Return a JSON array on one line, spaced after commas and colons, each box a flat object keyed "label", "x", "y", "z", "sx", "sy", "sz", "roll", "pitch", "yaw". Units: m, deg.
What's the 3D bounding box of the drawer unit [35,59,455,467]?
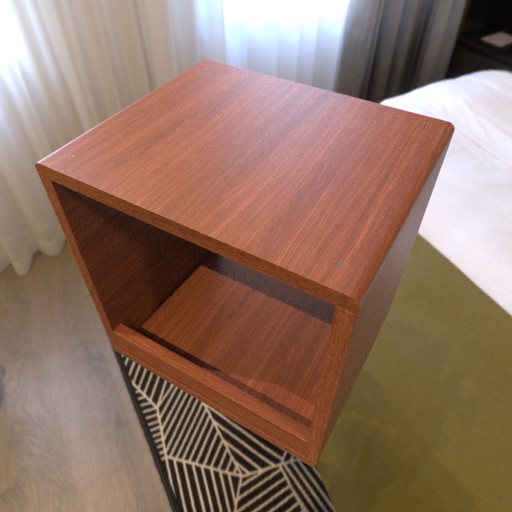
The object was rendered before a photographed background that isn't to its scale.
[{"label": "drawer unit", "x": 0.000, "y": 0.000, "z": 0.596, "sx": 0.349, "sy": 0.351, "sz": 0.290, "roll": 23, "pitch": 50, "yaw": 21}]
